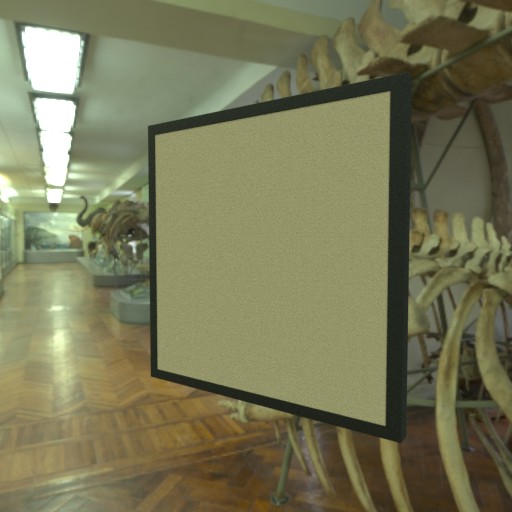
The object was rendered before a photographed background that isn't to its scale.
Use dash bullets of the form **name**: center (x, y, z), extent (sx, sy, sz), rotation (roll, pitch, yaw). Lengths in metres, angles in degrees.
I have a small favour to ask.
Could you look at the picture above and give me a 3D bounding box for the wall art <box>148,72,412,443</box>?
- **wall art**: center (0.000, 0.000, 0.456), extent (0.306, 0.304, 0.015), rotation (2, 3, 35)
